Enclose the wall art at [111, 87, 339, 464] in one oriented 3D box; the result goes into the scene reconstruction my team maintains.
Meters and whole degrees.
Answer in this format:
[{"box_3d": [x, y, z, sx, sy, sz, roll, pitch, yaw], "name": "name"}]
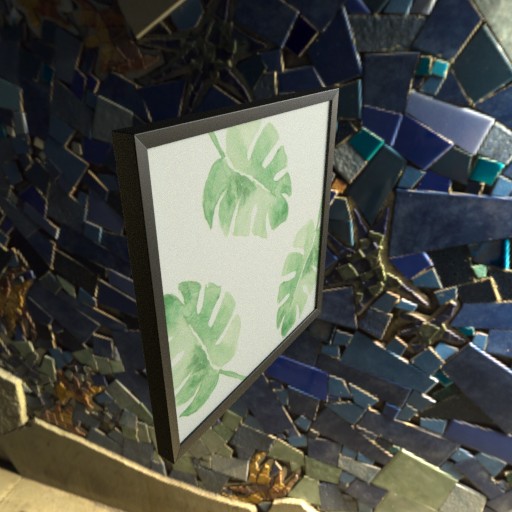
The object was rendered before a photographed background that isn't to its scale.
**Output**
[{"box_3d": [0.000, 0.000, 0.772, 0.036, 0.508, 0.508, 17, 32, 30], "name": "wall art"}]
